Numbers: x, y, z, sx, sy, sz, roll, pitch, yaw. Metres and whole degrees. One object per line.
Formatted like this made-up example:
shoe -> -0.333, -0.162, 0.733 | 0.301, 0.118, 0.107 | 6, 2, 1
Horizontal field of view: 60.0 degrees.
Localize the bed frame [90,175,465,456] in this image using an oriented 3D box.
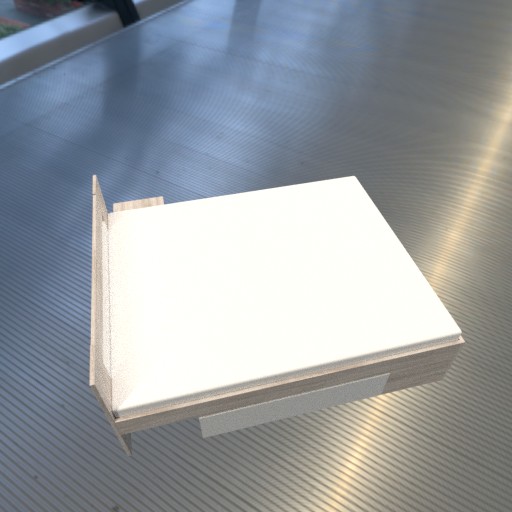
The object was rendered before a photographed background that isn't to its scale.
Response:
bed frame -> 0.000, 0.000, 3.166 | 2.050, 0.860, 2.040 | -10, 46, -10
